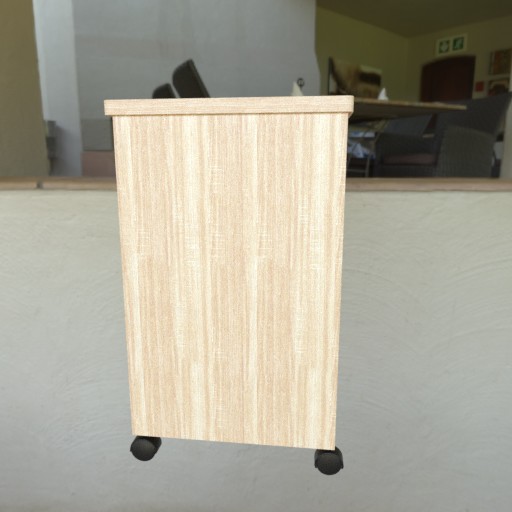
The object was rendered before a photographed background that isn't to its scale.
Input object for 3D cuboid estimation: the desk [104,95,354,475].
[{"bbox_3d":[0.000,0.000,1.316,0.480,0.770,0.884,1,12,7],"label":"desk"}]
